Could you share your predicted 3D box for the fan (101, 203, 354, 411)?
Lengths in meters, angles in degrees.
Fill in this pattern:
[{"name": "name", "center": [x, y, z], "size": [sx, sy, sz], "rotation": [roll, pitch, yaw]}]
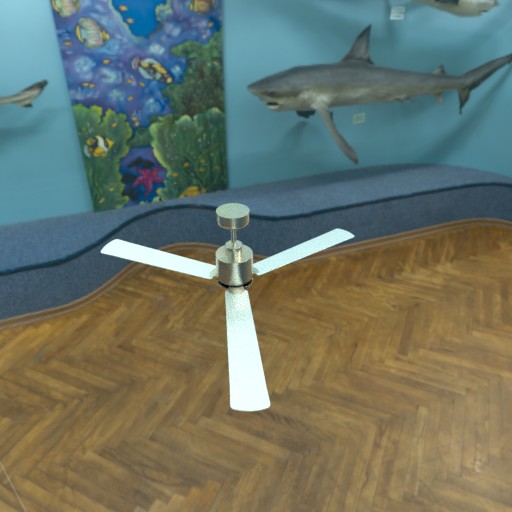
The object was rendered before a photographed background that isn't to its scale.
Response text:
[{"name": "fan", "center": [0.000, 0.000, 2.303], "size": [1.561, 0.446, 1.531], "rotation": [-11, 34, -16]}]
